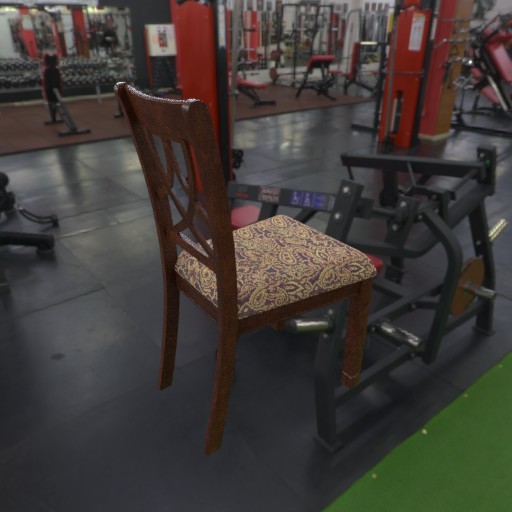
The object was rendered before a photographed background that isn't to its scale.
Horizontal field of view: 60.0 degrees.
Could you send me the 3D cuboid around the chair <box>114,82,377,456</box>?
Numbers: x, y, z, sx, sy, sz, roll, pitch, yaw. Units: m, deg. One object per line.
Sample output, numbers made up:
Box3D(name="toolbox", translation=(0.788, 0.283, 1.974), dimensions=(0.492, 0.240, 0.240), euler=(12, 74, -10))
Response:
Box3D(name="chair", translation=(0.000, 0.000, 1.313), dimensions=(0.584, 0.965, 0.457), euler=(-18, 32, -31))
